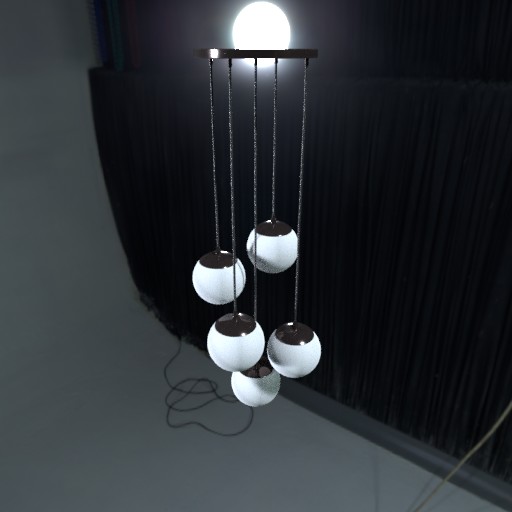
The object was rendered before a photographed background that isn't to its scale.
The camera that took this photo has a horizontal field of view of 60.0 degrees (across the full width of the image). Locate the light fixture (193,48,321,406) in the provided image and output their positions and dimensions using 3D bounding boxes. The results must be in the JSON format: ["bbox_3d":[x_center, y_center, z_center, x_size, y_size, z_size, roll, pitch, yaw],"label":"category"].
[{"bbox_3d":[0.000,0.000,1.500,0.484,1.271,0.489,16,30,31],"label":"light fixture"}]
